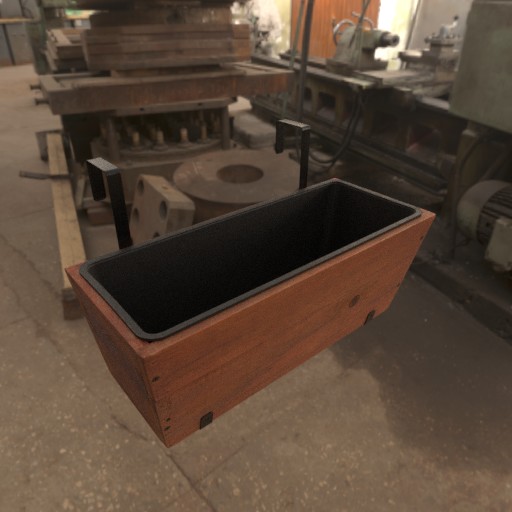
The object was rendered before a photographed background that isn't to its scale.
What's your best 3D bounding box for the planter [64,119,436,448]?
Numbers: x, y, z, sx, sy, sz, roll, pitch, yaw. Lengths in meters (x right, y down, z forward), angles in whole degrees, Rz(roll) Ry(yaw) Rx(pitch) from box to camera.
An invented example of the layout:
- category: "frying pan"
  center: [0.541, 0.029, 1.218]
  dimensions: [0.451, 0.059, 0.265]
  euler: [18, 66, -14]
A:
- category: "planter"
  center: [0.000, 0.000, 0.635]
  dimensions: [0.480, 0.289, 0.262]
  euler: [-23, 37, -33]
